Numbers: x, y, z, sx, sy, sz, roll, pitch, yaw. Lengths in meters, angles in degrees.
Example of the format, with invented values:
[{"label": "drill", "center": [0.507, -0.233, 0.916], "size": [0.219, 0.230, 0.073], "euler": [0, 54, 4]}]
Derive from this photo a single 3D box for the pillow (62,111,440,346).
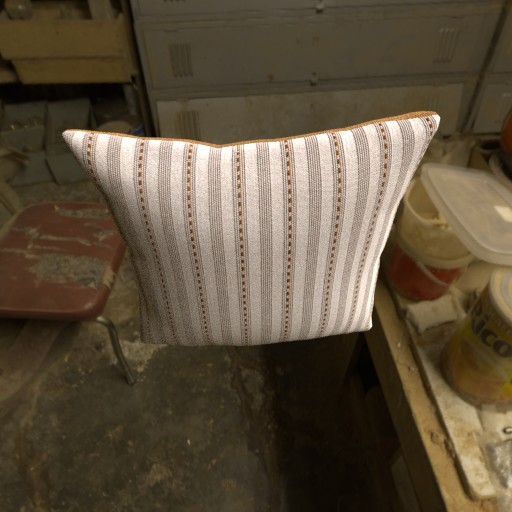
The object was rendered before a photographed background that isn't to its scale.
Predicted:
[{"label": "pillow", "center": [0.000, 0.000, 0.654], "size": [0.432, 0.437, 0.147], "euler": [-4, 47, -3]}]
